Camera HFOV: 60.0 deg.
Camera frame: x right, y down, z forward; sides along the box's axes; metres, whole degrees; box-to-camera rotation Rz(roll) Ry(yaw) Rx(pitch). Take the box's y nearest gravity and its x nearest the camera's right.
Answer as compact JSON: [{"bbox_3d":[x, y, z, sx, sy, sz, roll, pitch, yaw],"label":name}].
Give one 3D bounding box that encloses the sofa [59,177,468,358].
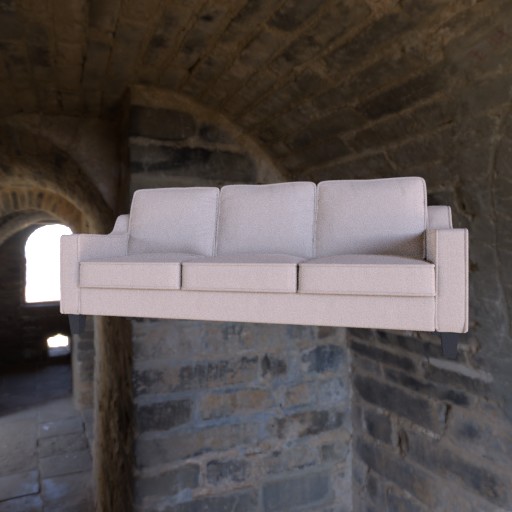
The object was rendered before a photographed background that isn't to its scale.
[{"bbox_3d":[0.000,0.000,2.560,2.131,0.902,0.791,0,1,17],"label":"sofa"}]
